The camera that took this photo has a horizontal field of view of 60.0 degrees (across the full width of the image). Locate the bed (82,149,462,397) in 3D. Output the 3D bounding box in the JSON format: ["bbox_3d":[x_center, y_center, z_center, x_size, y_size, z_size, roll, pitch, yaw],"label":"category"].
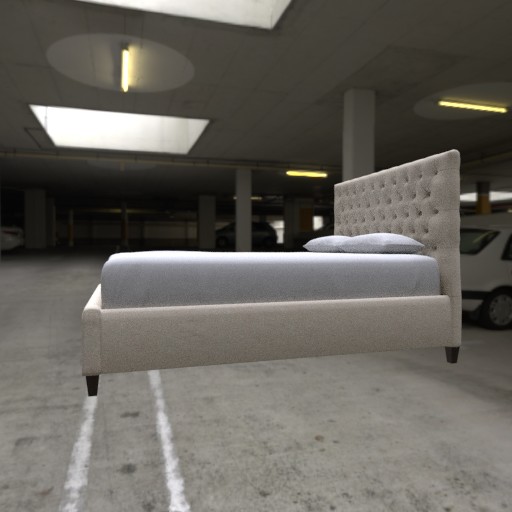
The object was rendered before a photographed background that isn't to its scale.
[{"bbox_3d":[0.000,0.000,3.411,2.387,1.427,1.698,0,1,-17],"label":"bed"}]
